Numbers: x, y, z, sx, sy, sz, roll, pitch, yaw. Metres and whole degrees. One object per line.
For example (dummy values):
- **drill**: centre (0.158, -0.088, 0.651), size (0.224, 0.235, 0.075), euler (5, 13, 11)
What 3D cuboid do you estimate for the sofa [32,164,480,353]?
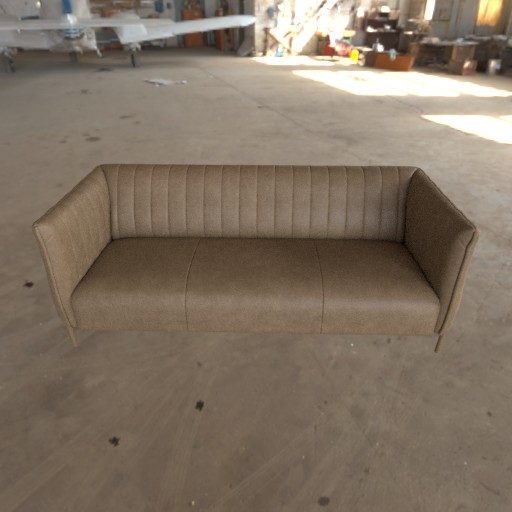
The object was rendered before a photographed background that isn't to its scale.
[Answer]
- **sofa**: centre (0.000, 0.000, 2.425), size (1.980, 0.779, 0.876), euler (1, 29, 1)
